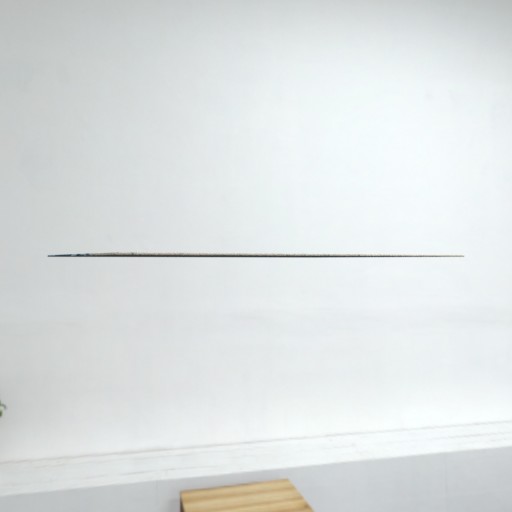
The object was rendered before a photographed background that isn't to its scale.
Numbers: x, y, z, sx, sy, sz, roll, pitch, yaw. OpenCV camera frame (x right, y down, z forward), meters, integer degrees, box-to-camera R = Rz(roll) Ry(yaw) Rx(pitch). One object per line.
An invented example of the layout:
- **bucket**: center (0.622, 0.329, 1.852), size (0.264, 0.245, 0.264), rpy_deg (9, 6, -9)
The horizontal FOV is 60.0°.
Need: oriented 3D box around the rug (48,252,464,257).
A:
- **rug**: center (0.000, 0.000, 2.327), size (1.836, 0.009, 1.232), rpy_deg (0, -1, -34)
